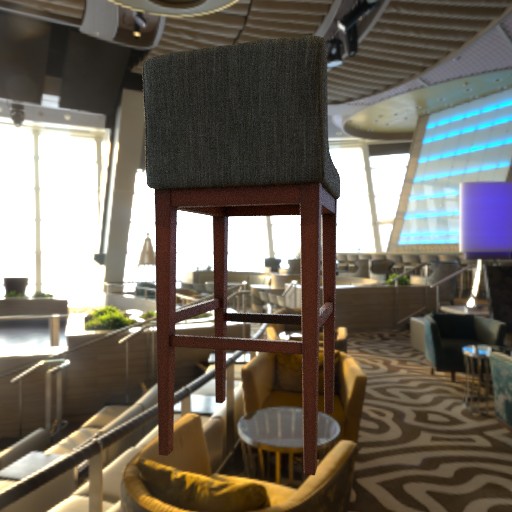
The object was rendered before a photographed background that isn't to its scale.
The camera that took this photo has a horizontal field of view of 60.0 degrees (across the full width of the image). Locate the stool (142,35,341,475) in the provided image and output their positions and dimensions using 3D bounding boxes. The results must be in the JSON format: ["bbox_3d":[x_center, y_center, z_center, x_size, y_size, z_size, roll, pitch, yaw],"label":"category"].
[{"bbox_3d":[0.000,0.000,1.216,0.426,0.965,0.499,0,0,15],"label":"stool"}]
